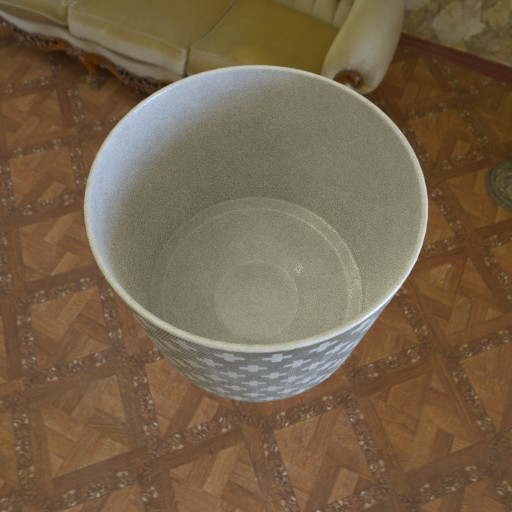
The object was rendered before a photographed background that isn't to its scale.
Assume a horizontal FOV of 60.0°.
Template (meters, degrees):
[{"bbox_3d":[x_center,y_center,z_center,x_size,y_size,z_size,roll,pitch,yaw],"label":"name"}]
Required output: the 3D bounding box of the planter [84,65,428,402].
[{"bbox_3d":[0.000,0.000,0.328,0.190,0.181,0.190,0,63,0],"label":"planter"}]
